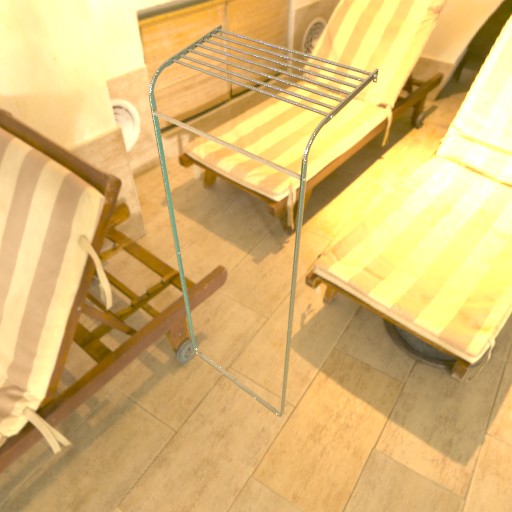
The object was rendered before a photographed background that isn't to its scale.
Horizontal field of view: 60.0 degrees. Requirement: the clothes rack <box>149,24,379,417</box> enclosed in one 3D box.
[{"bbox_3d":[0.000,0.000,1.828,0.609,1.574,0.349,30,52,27],"label":"clothes rack"}]
